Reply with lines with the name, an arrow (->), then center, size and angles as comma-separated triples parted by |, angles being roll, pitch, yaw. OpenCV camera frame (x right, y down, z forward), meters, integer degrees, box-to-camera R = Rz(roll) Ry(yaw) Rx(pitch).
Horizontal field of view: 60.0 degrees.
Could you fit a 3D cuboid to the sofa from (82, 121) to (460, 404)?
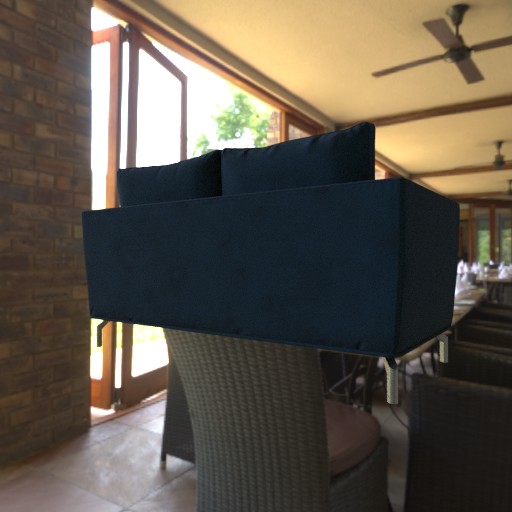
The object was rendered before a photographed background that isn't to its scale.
sofa -> 0.000, 0.000, 2.259 | 1.770, 1.002, 0.853 | 0, 0, 36
